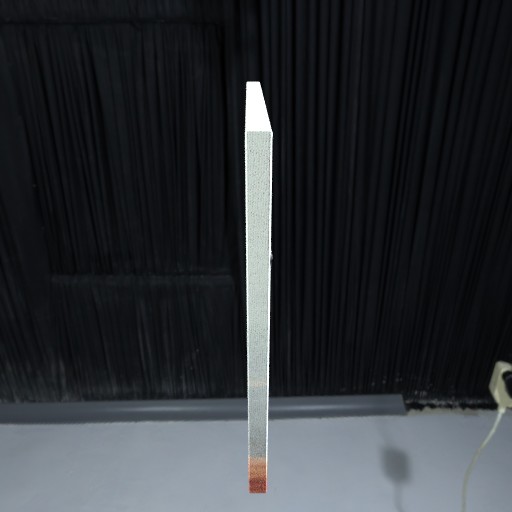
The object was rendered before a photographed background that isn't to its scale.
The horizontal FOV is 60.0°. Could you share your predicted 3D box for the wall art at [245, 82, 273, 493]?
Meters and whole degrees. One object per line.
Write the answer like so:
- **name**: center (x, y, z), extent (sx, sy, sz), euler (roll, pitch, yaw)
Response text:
- **wall art**: center (0.000, 0.000, 1.122), extent (0.042, 0.760, 0.760), euler (0, 26, -1)
